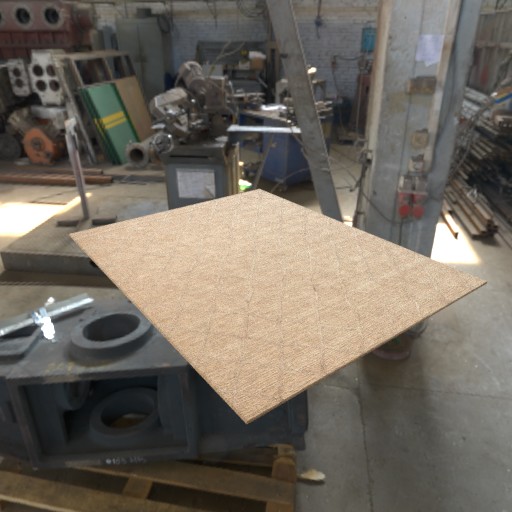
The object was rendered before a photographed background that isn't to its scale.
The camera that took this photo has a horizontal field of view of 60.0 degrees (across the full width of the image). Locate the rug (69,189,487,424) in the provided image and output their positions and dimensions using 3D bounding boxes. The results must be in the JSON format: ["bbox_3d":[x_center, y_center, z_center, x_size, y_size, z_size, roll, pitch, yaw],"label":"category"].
[{"bbox_3d":[0.000,0.000,4.030,2.420,0.019,3.039,-19,32,-33],"label":"rug"}]
